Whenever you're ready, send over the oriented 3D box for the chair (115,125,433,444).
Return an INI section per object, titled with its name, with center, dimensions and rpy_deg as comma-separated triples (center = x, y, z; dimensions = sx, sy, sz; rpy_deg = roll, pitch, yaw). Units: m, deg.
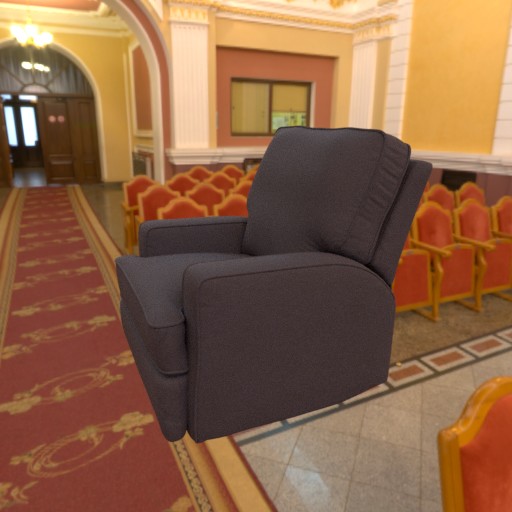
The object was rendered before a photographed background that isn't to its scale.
[chair]
center = 0.000, 0.000, 1.695
dimensions = 0.964, 0.962, 0.861
rpy_deg = -7, 17, -24
